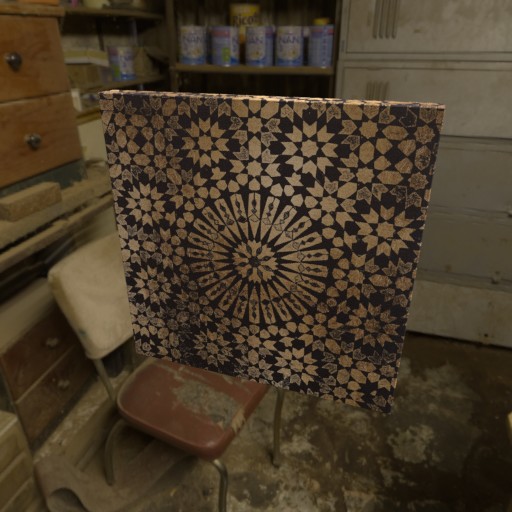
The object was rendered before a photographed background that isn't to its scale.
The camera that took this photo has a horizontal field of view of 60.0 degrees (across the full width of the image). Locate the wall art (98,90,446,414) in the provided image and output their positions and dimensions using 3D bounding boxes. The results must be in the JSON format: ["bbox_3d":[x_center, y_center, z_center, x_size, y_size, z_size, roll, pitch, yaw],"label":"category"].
[{"bbox_3d":[0.000,0.000,0.597,0.405,0.405,0.038,9,27,17],"label":"wall art"}]
